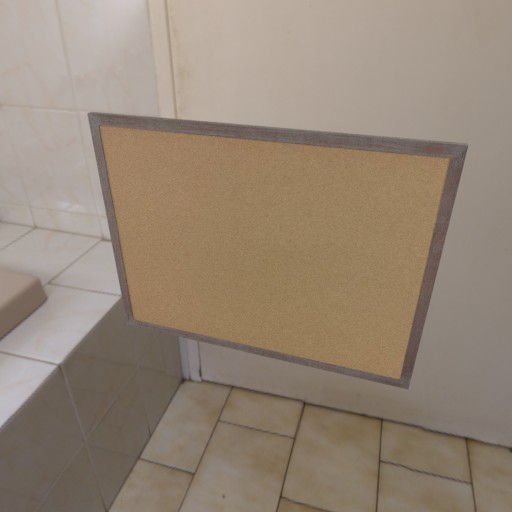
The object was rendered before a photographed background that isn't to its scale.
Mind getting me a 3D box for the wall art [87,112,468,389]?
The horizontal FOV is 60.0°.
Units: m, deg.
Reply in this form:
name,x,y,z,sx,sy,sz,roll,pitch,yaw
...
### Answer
name,x,y,z,sx,sy,sz,roll,pitch,yaw
wall art,0.000,0.000,1.338,1.012,0.774,0.019,10,32,16
